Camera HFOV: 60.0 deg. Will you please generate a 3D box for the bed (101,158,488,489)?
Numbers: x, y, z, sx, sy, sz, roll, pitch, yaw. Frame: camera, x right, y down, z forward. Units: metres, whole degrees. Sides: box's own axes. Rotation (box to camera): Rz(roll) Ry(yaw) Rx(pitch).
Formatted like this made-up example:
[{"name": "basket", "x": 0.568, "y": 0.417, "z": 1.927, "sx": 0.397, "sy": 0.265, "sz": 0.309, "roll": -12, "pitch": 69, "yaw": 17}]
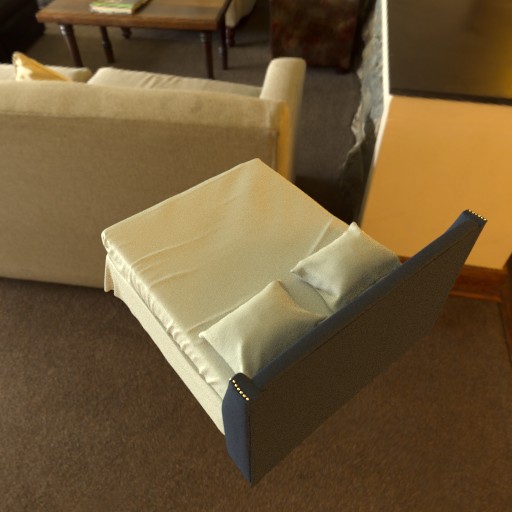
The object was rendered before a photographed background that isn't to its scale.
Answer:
[{"name": "bed", "x": 0.000, "y": 0.000, "z": 3.410, "sx": 1.925, "sy": 1.332, "sz": 2.276, "roll": -31, "pitch": 54, "yaw": -25}]
